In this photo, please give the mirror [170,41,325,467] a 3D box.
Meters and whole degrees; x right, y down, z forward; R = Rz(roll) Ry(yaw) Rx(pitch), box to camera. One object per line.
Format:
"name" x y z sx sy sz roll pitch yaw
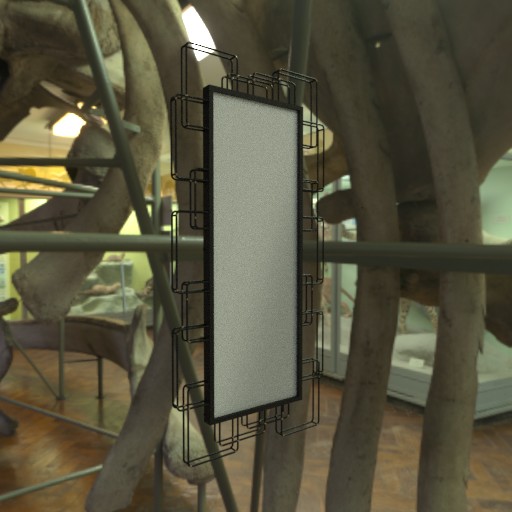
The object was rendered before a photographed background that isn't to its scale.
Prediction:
"mirror" 0.000 0.000 1.392 0.565 1.192 0.037 -1 2 -36
